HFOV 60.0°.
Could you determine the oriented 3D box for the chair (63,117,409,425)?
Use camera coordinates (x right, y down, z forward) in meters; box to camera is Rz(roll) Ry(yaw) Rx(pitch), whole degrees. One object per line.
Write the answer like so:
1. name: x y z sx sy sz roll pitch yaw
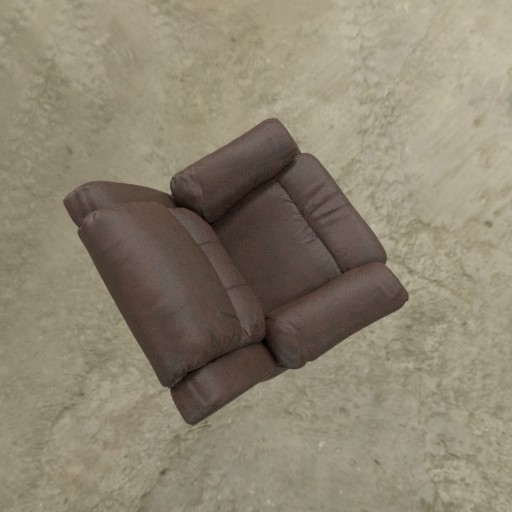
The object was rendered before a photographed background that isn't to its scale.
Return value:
1. chair: 0.000 0.000 1.261 0.707 0.702 0.680 -32 76 -9
